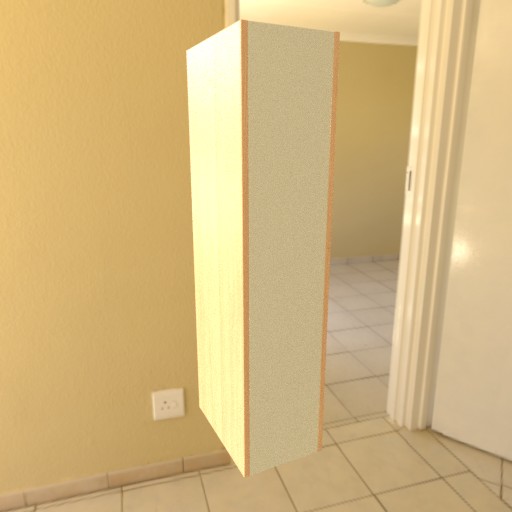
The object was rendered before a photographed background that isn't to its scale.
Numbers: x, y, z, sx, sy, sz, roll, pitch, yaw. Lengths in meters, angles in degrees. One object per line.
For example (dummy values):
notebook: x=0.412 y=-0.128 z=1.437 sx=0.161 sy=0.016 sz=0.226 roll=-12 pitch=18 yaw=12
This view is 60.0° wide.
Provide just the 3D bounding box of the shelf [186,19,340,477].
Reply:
shelf: x=0.000 y=0.000 z=0.995 sx=0.197 sy=0.882 sz=0.290 roll=-7 pitch=16 yaw=-25
